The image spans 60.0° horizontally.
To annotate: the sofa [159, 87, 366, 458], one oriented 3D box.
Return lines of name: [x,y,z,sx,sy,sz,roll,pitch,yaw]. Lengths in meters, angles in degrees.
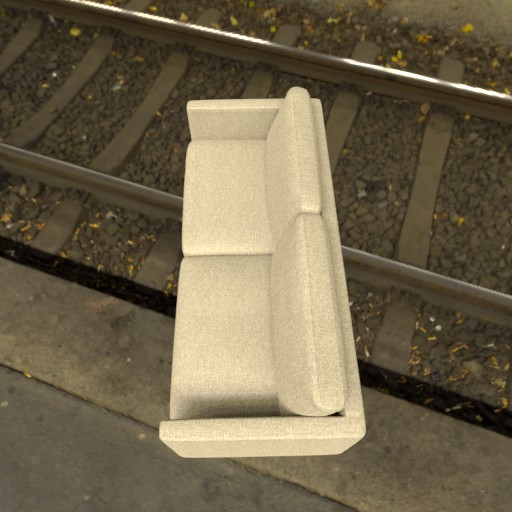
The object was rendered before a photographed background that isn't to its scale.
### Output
sofa: [0.000,0.000,2.733,0.956,0.960,2.208,-1,60,-1]
